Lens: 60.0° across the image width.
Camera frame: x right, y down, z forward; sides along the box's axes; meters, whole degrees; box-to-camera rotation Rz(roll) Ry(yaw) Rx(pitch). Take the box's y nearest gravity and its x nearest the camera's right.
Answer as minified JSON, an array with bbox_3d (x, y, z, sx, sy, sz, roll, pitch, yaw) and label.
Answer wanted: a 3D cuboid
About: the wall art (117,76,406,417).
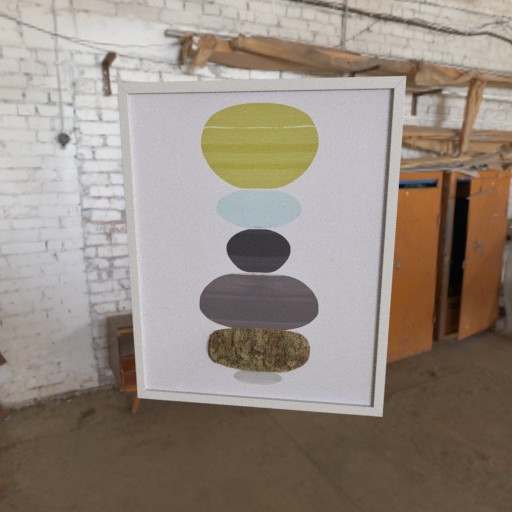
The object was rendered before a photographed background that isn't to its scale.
[{"bbox_3d":[0.000,0.000,1.023,0.611,0.763,0.055,2,13,8],"label":"wall art"}]
